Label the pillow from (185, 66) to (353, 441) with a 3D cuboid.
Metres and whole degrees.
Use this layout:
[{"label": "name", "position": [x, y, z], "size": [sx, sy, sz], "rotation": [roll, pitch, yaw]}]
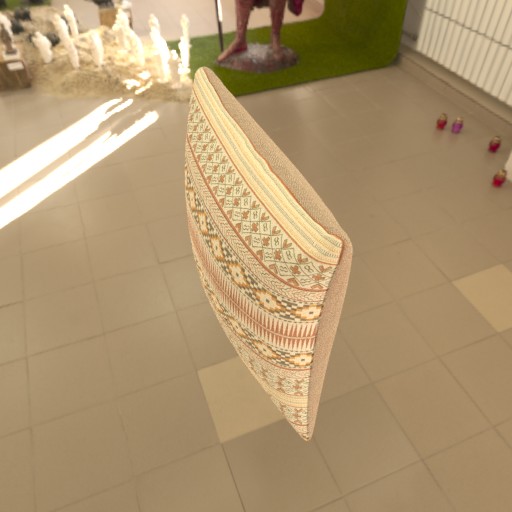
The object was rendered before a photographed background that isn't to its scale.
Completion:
[{"label": "pillow", "position": [0.000, 0.000, 0.823], "size": [0.215, 0.519, 0.521], "rotation": [-17, 48, -15]}]
